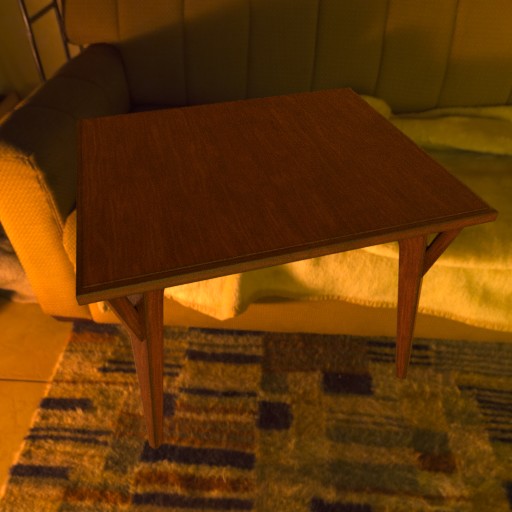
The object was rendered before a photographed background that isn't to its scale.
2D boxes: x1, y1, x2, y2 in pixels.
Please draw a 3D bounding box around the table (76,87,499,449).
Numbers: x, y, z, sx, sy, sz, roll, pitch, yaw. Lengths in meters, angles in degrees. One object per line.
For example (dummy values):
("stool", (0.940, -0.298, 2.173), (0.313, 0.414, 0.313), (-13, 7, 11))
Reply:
("table", (0.000, 0.000, 1.526), (0.991, 0.761, 0.838), (-11, 43, -12))
